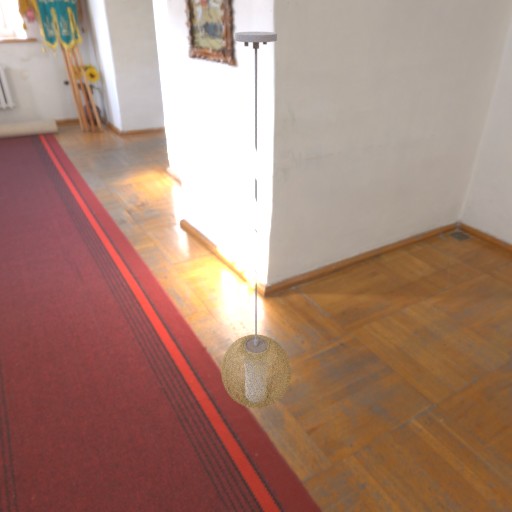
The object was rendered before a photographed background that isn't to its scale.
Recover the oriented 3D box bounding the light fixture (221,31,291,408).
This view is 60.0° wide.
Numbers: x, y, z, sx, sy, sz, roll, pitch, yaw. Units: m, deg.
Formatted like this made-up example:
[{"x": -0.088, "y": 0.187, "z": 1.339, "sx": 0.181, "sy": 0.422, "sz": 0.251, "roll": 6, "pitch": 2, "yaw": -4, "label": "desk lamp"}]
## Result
[{"x": 0.000, "y": 0.000, "z": 2.172, "sx": 0.406, "sy": 1.955, "sz": 0.407, "roll": 8, "pitch": 32, "yaw": 12, "label": "light fixture"}]
